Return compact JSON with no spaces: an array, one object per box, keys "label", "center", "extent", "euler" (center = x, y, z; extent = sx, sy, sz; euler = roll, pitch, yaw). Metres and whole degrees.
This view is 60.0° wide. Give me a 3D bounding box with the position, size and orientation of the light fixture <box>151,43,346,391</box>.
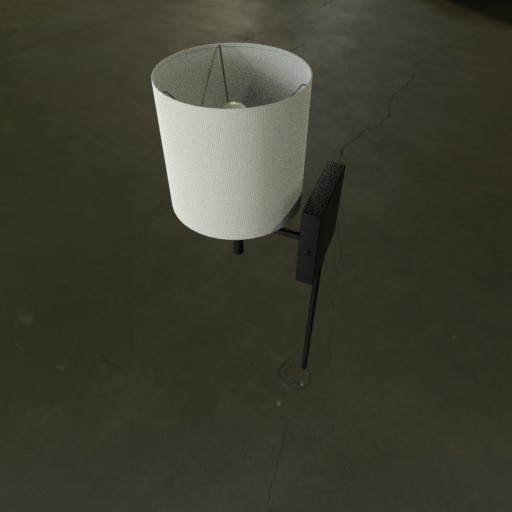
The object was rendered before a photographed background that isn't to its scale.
[{"label":"light fixture","center":[0.000,0.000,0.721],"extent":[0.248,0.589,0.188],"euler":[16,47,15]}]
